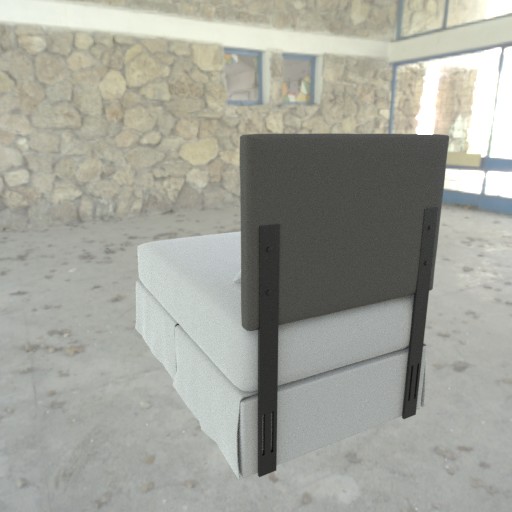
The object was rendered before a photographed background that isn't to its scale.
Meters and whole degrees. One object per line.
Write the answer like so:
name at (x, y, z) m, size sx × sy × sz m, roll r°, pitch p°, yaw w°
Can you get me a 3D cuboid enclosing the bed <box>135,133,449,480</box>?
bed at (0.000, 0.000, 2.967) m, size 1.261 × 1.571 × 1.997 m, roll -8°, pitch 17°, yaw -27°
